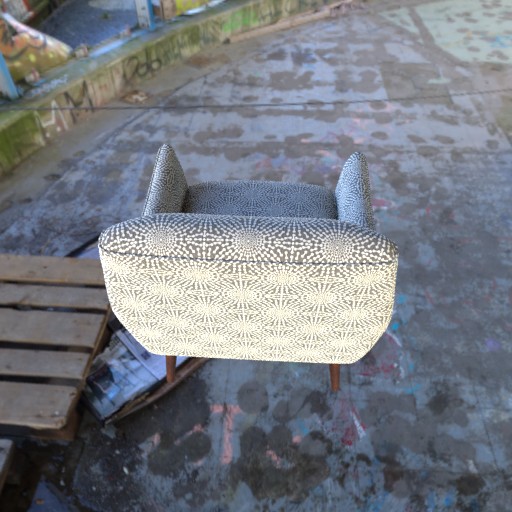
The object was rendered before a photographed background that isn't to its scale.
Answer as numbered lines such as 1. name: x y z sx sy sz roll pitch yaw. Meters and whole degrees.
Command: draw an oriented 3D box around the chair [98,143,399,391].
1. chair: 0.000 0.000 1.448 0.762 0.838 0.787 2 46 2
